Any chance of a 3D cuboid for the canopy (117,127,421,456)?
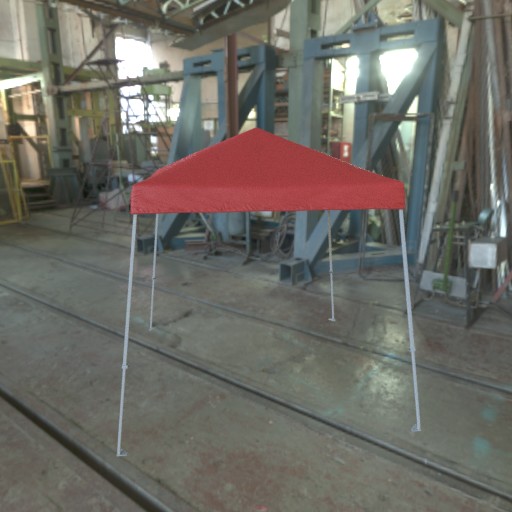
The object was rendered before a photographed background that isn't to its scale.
[{"bbox_3d":[0.000,0.000,6.462,3.599,3.600,3.600,-2,14,-7],"label":"canopy"}]
